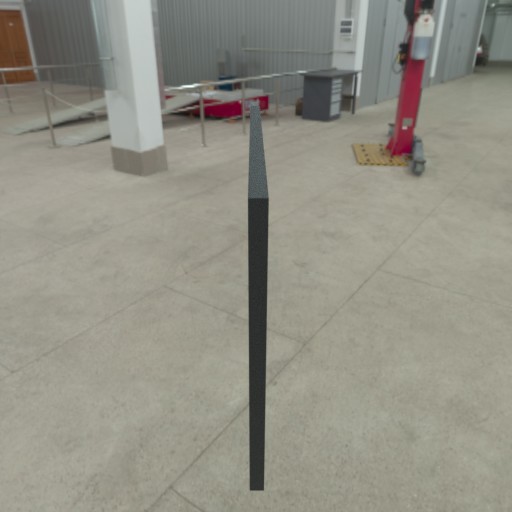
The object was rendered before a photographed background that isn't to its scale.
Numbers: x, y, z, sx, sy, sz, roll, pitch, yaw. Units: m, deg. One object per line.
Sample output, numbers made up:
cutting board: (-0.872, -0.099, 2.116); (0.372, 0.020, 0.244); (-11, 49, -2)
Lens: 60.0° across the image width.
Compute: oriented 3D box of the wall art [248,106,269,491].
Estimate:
wall art: (0.000, 0.000, 0.566); (0.016, 0.306, 0.432); (0, 27, 0)
